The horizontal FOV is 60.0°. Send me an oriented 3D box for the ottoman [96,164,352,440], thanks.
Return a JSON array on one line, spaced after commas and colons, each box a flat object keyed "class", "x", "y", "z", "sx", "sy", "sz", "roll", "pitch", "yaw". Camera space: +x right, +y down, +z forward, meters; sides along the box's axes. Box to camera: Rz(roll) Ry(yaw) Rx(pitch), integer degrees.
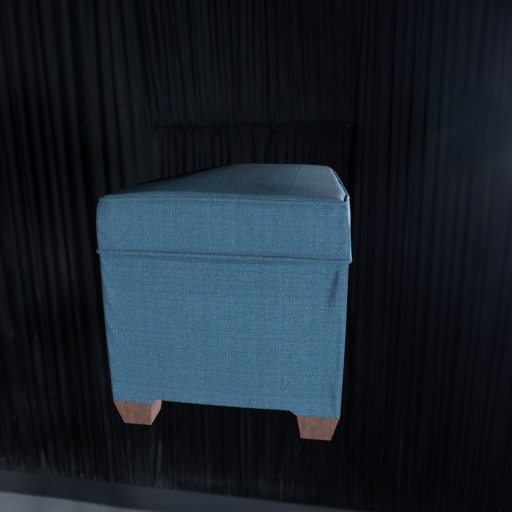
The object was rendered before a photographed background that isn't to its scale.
[{"class": "ottoman", "x": 0.000, "y": 0.000, "z": 1.225, "sx": 0.474, "sy": 0.474, "sz": 0.943, "roll": 2, "pitch": 15, "yaw": 7}]
